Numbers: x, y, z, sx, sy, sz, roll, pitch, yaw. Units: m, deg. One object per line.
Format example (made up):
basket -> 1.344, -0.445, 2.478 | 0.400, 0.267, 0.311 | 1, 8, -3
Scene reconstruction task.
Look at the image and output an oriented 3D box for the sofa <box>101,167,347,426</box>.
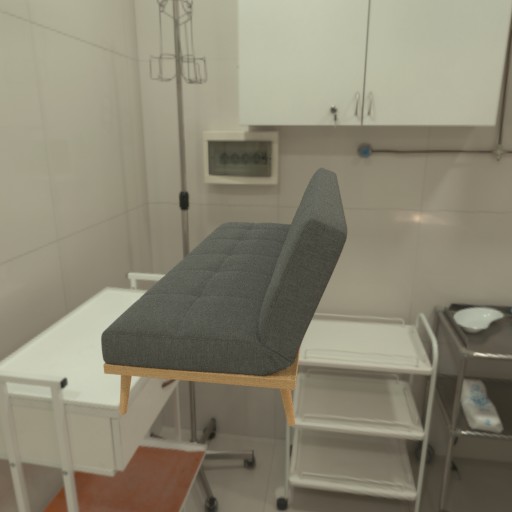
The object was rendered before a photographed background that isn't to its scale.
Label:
sofa -> 0.000, 0.000, 2.287 | 0.820, 0.770, 1.820 | 2, 16, 8
